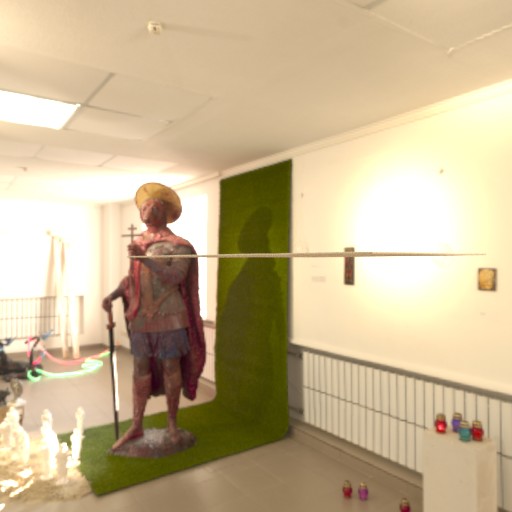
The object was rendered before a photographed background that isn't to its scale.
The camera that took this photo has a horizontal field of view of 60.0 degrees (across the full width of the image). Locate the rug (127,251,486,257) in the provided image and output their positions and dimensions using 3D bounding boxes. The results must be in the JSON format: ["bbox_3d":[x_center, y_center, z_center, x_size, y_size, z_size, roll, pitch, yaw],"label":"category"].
[{"bbox_3d":[0.000,0.000,2.731,0.770,0.016,2.442,0,-1,-36],"label":"rug"}]
